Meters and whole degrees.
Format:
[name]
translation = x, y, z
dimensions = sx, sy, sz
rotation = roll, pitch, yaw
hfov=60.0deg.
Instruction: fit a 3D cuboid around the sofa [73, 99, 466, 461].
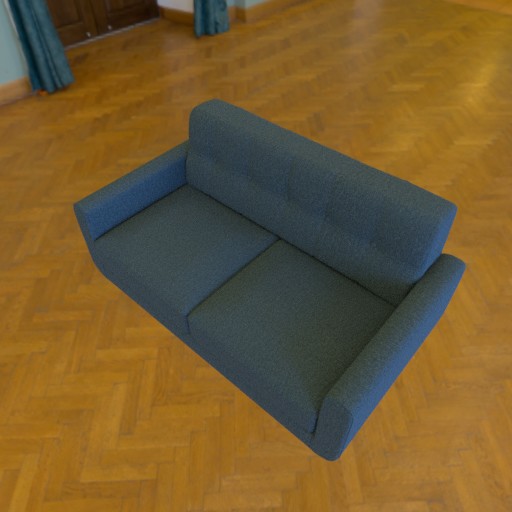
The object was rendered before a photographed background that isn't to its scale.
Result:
[sofa]
translation = 0.000, 0.000, 2.169
dimensions = 1.651, 0.896, 0.942
rotation = 32, 54, 27
